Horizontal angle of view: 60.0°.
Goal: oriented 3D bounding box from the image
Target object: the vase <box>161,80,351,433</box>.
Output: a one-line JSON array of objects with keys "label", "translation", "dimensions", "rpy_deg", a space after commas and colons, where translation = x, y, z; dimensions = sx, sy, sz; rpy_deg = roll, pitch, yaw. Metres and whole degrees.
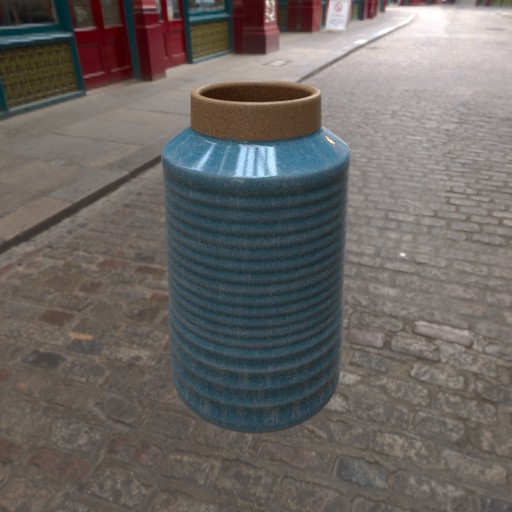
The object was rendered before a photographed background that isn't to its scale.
[{"label": "vase", "translation": [0.000, 0.000, 0.375], "dimensions": [0.163, 0.267, 0.163], "rpy_deg": [0, 30, 0]}]
